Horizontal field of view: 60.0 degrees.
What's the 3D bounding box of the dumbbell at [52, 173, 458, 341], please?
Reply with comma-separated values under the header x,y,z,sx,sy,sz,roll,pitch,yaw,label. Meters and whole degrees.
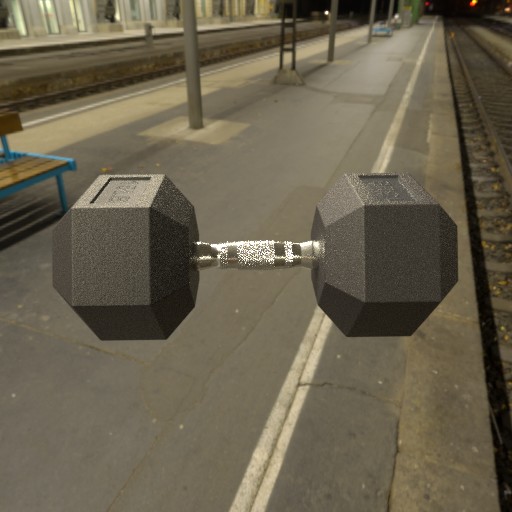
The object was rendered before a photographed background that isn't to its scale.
x,y,z,sx,sy,sz,roll,pitch,yaw,label
0.000,0.000,0.328,0.271,0.106,0.122,-1,29,-1,dumbbell
